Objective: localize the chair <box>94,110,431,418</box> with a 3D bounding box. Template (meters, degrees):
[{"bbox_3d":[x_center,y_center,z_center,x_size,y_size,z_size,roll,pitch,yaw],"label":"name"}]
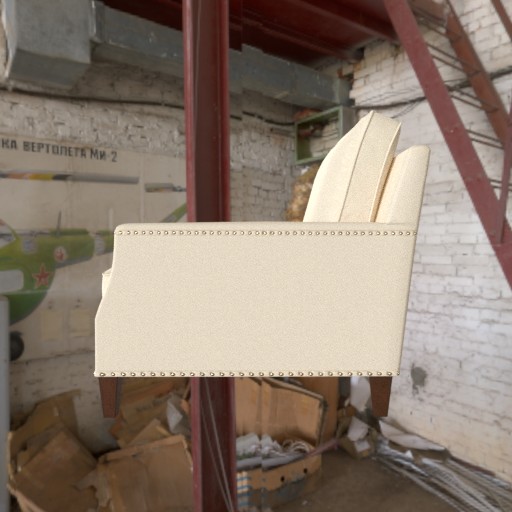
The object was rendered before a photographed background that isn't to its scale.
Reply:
[{"bbox_3d":[0.000,0.000,1.709,1.014,0.943,0.853,0,1,0],"label":"chair"}]
